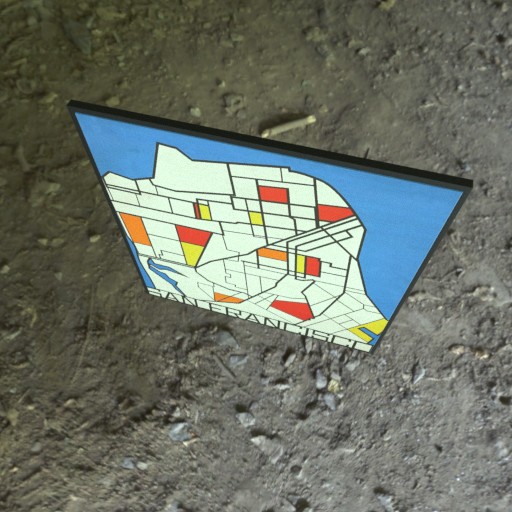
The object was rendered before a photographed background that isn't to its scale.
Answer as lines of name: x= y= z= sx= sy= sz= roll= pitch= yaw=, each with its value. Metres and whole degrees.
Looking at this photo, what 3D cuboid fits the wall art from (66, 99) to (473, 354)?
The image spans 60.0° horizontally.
wall art: x=0.000 y=0.000 z=0.675 sx=0.458 sy=0.457 sz=0.013 roll=14 pitch=58 yaw=9
